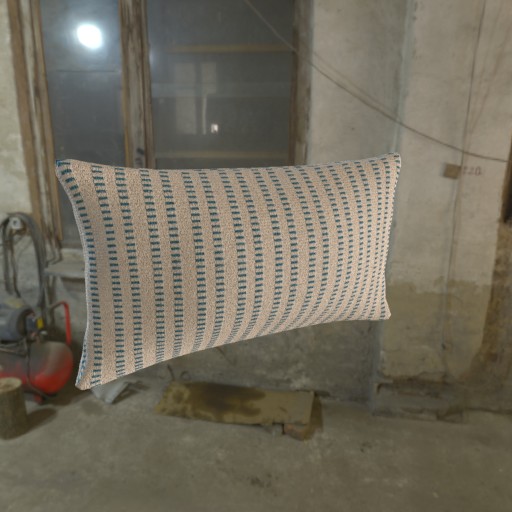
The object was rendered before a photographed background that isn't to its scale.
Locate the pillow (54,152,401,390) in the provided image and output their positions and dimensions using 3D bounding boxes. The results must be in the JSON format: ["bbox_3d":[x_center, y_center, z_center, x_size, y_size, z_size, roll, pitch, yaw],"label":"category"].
[{"bbox_3d":[0.000,0.000,0.794,0.640,0.353,0.210,-8,17,-26],"label":"pillow"}]
